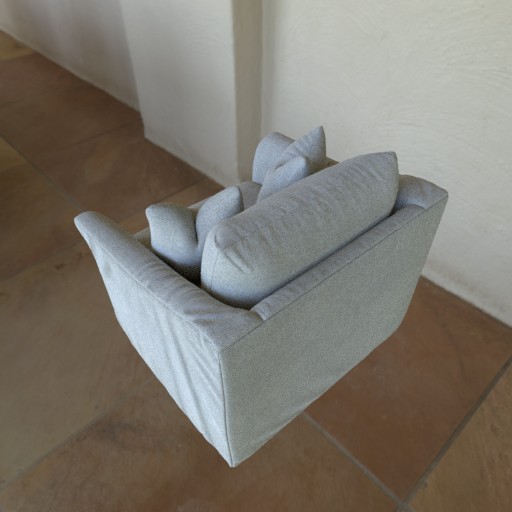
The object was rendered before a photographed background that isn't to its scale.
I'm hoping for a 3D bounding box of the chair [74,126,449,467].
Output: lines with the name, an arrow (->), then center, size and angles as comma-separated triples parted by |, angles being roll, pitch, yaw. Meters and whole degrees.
chair -> 0.000, 0.000, 2.037 | 1.194, 1.059, 1.071 | -31, 52, -28
